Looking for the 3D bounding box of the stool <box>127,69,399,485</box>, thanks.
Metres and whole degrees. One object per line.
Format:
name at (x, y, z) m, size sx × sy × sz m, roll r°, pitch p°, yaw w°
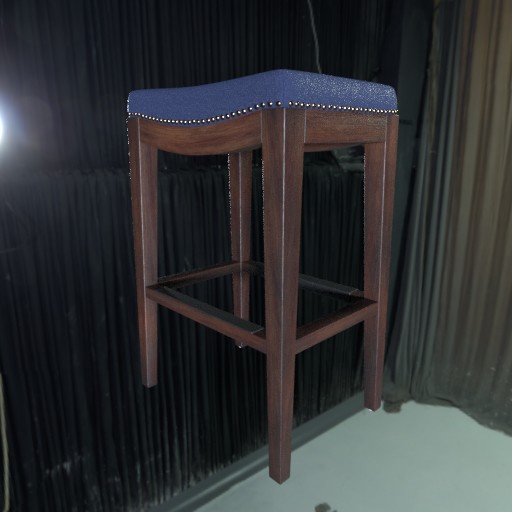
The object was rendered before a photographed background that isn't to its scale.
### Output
stool at (0.000, 0.000, 1.029) m, size 0.358 × 0.740 × 0.498 m, roll -14°, pitch 20°, yaw -42°
